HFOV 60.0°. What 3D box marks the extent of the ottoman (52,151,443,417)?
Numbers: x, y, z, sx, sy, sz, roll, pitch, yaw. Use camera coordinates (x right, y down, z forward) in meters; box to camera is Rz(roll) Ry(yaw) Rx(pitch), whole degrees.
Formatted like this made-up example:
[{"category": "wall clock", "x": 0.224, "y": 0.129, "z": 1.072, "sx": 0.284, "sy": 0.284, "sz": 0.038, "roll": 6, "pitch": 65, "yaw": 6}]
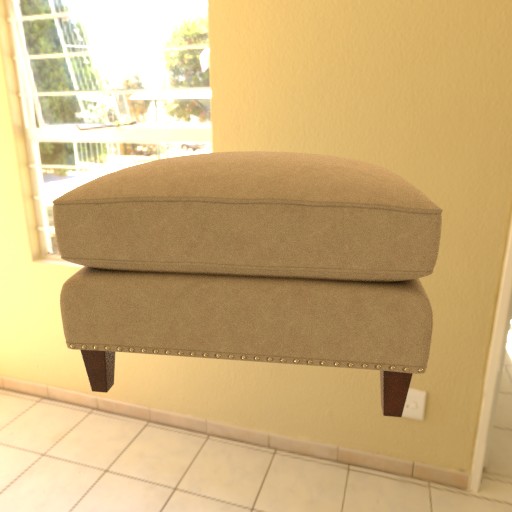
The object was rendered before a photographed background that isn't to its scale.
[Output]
[{"category": "ottoman", "x": 0.000, "y": 0.000, "z": 1.121, "sx": 0.741, "sy": 0.513, "sz": 0.584, "roll": 2, "pitch": 16, "yaw": 8}]
